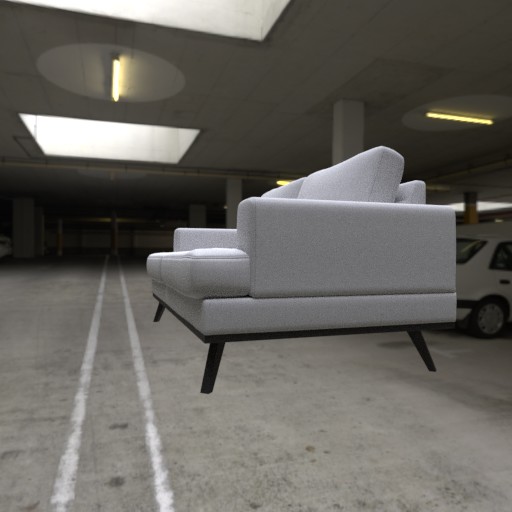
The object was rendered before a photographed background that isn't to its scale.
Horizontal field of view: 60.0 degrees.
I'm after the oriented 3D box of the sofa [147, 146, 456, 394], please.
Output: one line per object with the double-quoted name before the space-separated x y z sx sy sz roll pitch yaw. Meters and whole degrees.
"sofa" 0.000 0.000 2.152 0.920 0.810 1.650 0 0 -18
